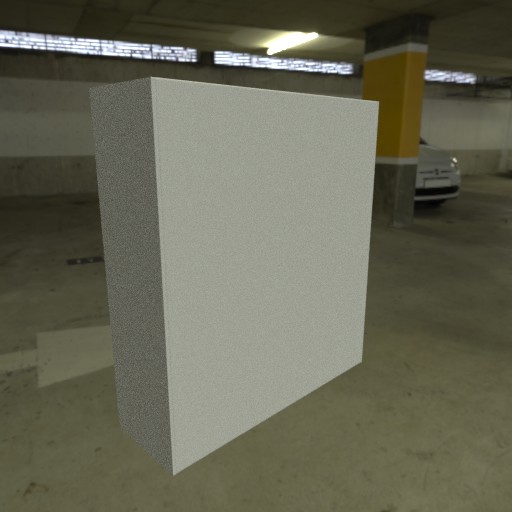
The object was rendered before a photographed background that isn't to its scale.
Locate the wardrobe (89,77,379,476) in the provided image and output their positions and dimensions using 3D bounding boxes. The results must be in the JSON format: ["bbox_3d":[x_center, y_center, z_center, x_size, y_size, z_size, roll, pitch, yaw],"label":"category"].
[{"bbox_3d":[0.000,0.000,2.965,1.830,2.020,0.600,-14,20,-42],"label":"wardrobe"}]
